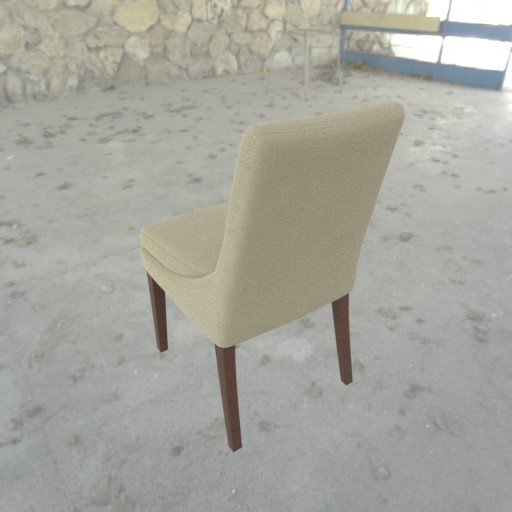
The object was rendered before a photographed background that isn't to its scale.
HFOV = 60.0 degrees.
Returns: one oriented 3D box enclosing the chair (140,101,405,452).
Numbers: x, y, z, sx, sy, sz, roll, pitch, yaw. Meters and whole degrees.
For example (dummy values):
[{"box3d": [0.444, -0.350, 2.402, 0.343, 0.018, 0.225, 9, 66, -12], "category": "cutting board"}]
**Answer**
[{"box3d": [0.000, 0.000, 1.327, 0.515, 0.940, 0.638, -19, 35, -29], "category": "chair"}]
